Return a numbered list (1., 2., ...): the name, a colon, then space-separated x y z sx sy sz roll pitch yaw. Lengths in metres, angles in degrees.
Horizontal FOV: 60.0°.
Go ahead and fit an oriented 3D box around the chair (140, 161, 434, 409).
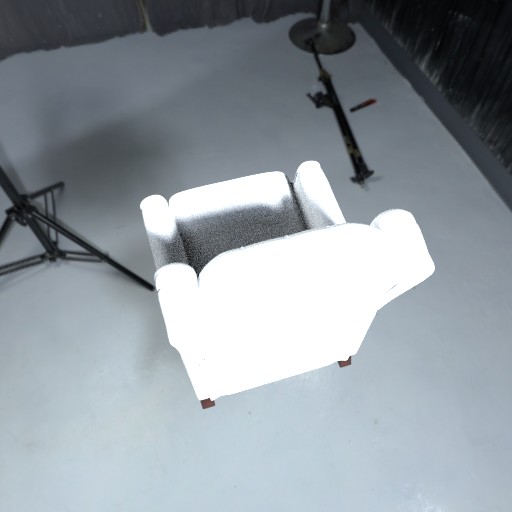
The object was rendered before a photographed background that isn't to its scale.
1. chair: 0.000 0.000 1.641 0.742 1.035 0.902 -14 58 -9
